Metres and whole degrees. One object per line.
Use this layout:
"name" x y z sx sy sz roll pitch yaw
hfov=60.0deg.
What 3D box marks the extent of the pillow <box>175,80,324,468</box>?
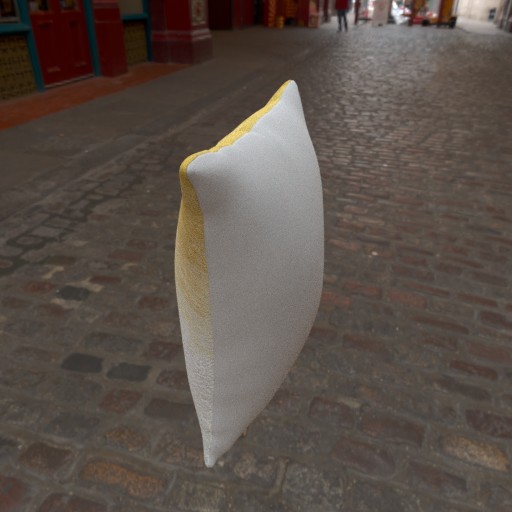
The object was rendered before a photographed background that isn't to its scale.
"pillow" 0.000 0.000 0.693 0.211 0.450 0.450 9 32 14
